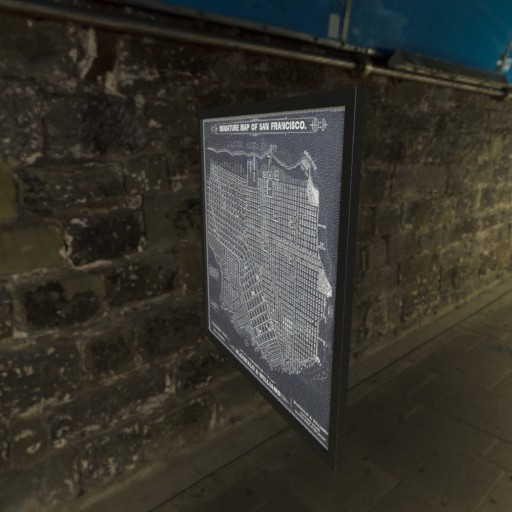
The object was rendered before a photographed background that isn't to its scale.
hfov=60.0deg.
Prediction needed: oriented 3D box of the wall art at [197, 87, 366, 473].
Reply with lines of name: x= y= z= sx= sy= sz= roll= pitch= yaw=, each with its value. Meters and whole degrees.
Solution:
wall art: x=0.000 y=0.000 z=1.231 sx=0.022 sy=0.807 sz=0.807 roll=-8 pitch=17 yaw=-26
